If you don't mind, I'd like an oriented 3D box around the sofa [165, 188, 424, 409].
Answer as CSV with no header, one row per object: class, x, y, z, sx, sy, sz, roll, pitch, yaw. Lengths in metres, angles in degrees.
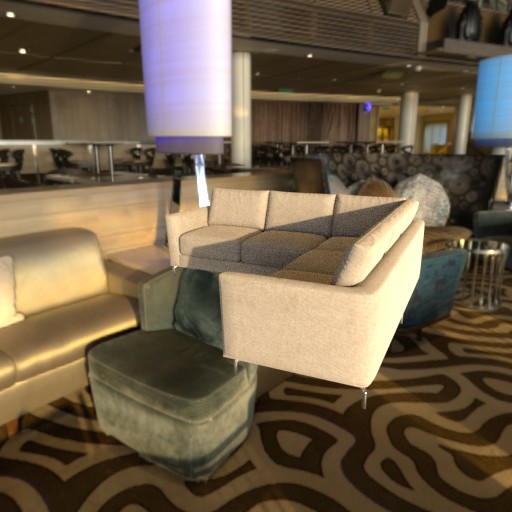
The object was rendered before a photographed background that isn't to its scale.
sofa,0.000,0.000,3.728,2.438,0.864,2.438,7,16,25
